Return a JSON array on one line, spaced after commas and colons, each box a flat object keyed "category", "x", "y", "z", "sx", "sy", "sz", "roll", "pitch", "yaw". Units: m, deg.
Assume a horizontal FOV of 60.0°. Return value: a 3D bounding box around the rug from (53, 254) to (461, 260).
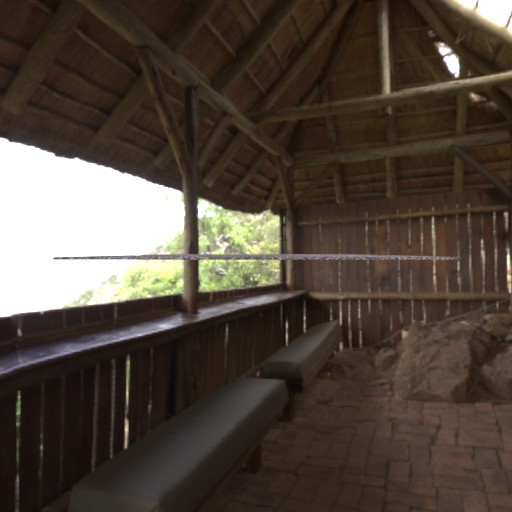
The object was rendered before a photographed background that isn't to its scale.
[{"category": "rug", "x": 0.000, "y": 0.000, "z": 4.230, "sx": 2.448, "sy": 0.017, "sz": 3.204, "roll": 0, "pitch": 1, "yaw": 0}]
